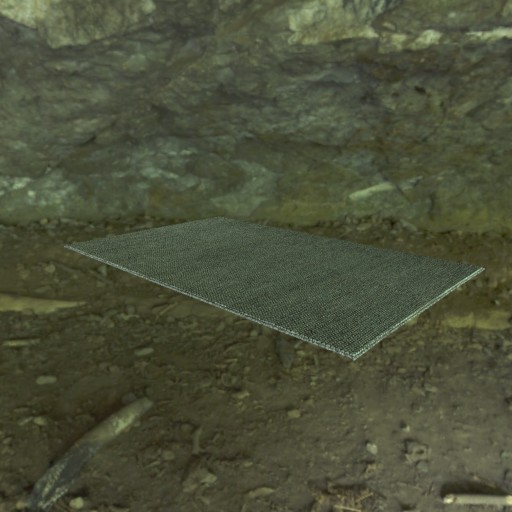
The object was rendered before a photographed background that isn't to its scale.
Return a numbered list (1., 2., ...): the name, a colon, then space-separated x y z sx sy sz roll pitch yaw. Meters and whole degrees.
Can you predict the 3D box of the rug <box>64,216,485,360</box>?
1. rug: 0.000 0.000 3.003 2.443 0.021 1.538 14 21 41
